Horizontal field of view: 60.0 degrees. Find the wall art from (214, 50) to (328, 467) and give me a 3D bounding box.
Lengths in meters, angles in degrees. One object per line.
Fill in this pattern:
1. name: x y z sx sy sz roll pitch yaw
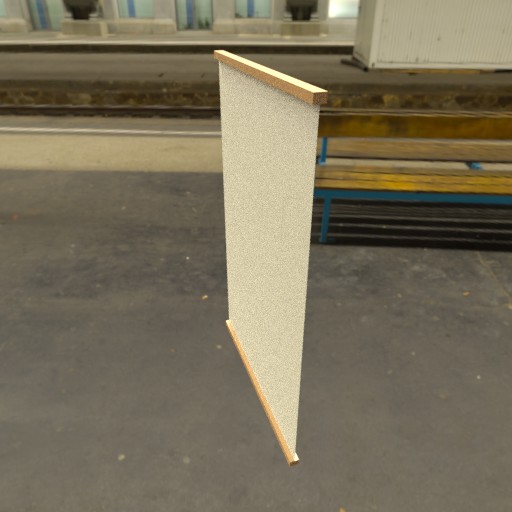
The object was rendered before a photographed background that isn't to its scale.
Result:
1. wall art: 0.000 0.000 1.282 0.027 1.020 0.669 -10 32 -16
